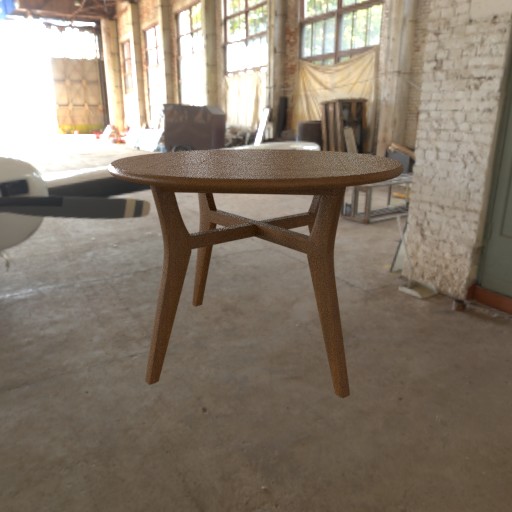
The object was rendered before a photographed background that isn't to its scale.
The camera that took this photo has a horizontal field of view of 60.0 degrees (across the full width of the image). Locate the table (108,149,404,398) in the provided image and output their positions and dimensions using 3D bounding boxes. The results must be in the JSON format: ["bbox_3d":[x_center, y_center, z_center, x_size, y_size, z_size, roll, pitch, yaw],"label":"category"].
[{"bbox_3d":[0.000,0.000,1.772,1.055,0.757,1.055,0,18,0],"label":"table"}]
